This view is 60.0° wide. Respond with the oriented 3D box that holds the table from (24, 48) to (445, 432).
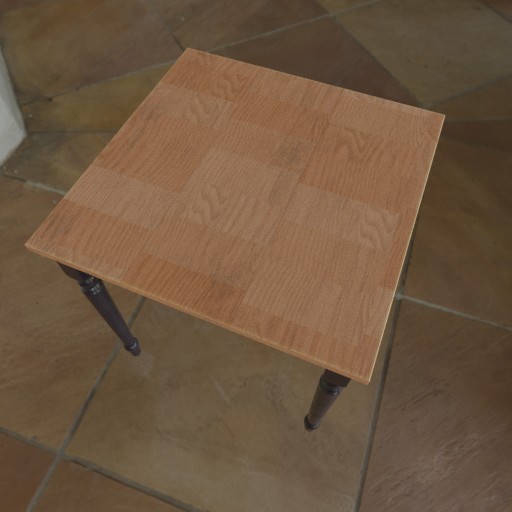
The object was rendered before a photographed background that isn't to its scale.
[{"bbox_3d":[0.000,0.000,1.352,0.747,0.738,0.747,20,60,12],"label":"table"}]
